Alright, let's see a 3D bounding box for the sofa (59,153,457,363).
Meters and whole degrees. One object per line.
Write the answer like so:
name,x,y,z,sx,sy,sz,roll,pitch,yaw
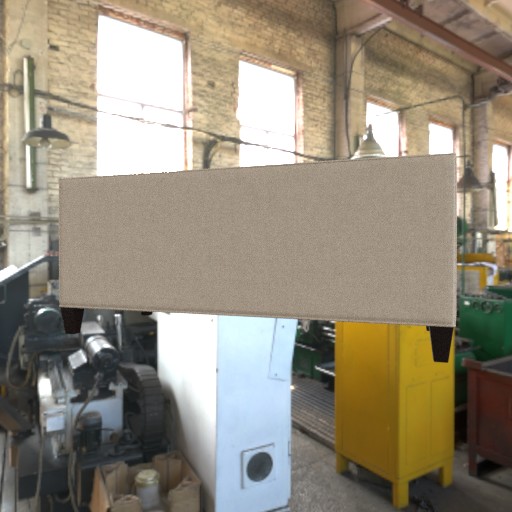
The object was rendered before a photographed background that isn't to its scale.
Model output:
sofa,0.000,0.000,2.228,1.778,0.762,0.775,0,1,19
